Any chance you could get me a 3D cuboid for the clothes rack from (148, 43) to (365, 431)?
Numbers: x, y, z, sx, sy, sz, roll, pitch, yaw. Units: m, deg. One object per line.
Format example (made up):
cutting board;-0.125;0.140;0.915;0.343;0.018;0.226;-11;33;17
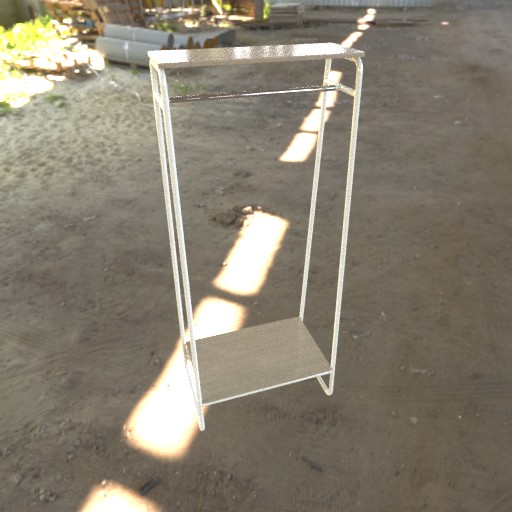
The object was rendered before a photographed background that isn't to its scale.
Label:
clothes rack;0.000;0.000;1.789;0.640;1.512;0.400;-10;34;-15
